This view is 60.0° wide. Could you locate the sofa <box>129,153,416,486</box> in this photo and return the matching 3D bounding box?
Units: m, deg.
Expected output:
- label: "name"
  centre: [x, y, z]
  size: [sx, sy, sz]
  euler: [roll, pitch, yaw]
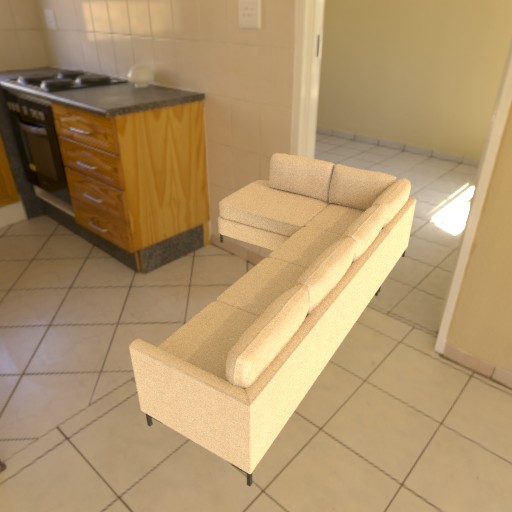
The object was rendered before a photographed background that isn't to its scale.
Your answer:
- label: "sofa"
  centre: [0.000, 0.000, 4.175]
  size: [2.048, 0.996, 3.384]
  euler: [17, 34, 27]
